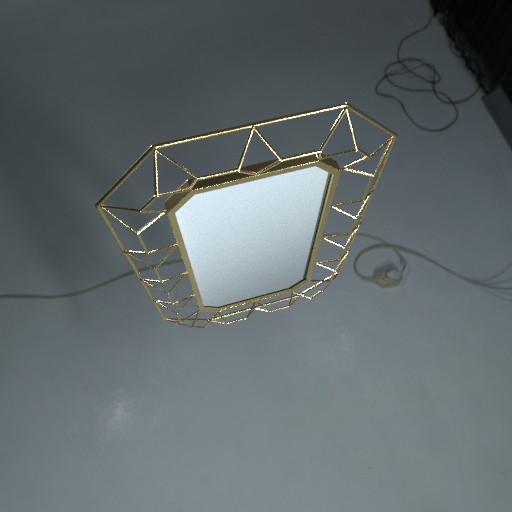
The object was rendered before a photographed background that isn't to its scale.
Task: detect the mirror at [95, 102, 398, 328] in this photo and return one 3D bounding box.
[{"bbox_3d":[0.000,0.000,1.083,0.572,0.870,0.051,-14,65,-7],"label":"mirror"}]
